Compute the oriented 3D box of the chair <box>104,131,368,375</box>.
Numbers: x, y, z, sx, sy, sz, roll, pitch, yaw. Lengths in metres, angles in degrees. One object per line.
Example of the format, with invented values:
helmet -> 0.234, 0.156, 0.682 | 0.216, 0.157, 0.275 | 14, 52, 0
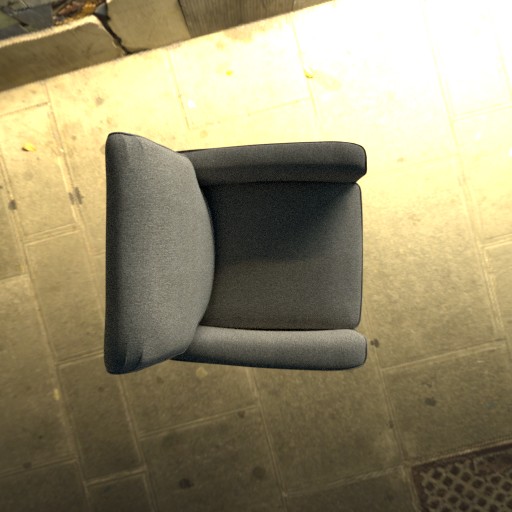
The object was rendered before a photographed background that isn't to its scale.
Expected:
chair -> 0.000, 0.000, 1.701 | 0.858, 1.028, 0.841 | 0, 90, 0
